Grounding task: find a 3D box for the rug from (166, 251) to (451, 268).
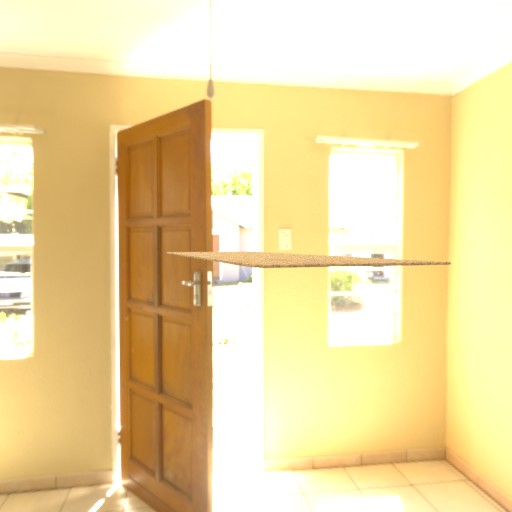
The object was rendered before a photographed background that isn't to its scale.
[{"bbox_3d":[0.000,0.000,2.731,0.807,0.013,2.436,-1,2,-18],"label":"rug"}]
